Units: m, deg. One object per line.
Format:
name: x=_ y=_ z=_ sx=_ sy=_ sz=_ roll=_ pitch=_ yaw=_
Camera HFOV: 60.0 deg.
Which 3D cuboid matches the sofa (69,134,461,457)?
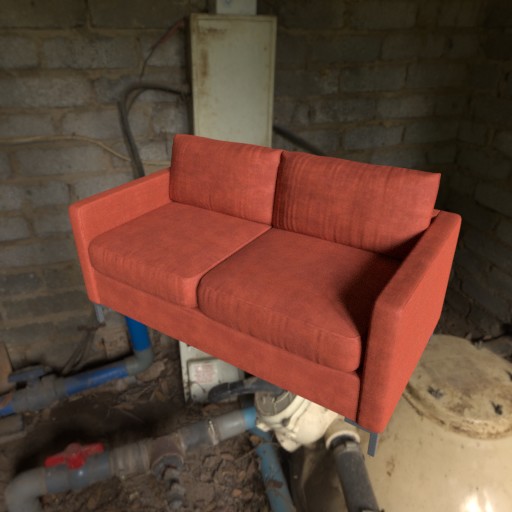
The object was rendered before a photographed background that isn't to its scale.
sofa: x=0.000 y=0.000 z=2.065 sx=1.574 sy=0.896 sz=0.864 roll=18 pitch=33 yaw=29
